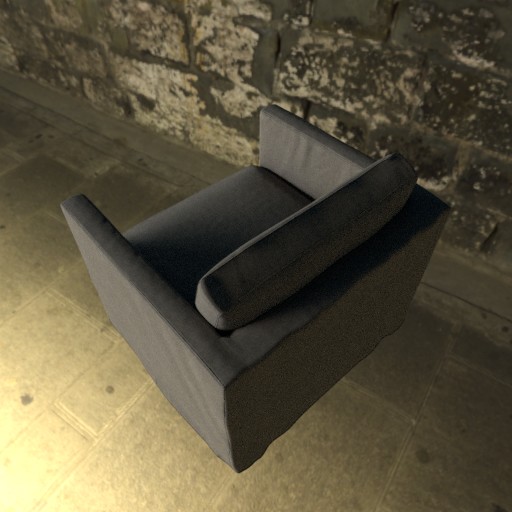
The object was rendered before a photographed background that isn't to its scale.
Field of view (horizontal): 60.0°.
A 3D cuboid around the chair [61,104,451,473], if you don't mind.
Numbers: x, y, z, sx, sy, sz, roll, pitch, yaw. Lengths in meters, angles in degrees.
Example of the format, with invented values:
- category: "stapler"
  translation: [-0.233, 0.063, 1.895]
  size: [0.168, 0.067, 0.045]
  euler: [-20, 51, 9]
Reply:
- category: "chair"
  translation: [0.000, 0.000, 1.730]
  size: [1.057, 0.863, 0.949]
  euler: [-33, 56, -26]
